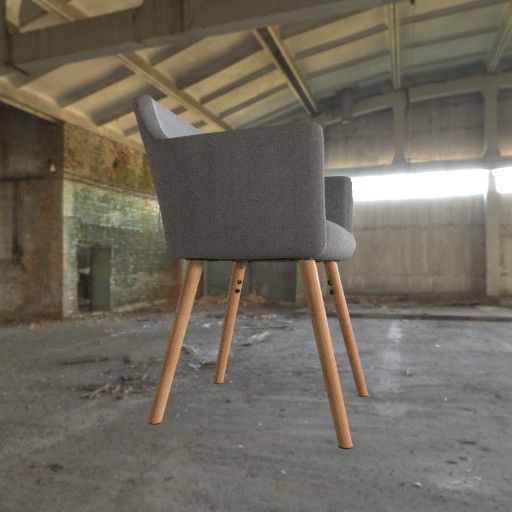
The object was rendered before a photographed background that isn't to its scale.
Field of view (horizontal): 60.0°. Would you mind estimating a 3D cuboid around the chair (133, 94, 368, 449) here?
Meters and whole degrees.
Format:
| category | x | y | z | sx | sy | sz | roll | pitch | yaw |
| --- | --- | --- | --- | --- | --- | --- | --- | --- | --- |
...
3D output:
| category | x | y | z | sx | sy | sz | roll | pitch | yaw |
| --- | --- | --- | --- | --- | --- | --- | --- | --- | --- |
| chair | 0.000 | 0.000 | 1.162 | 0.540 | 0.780 | 0.570 | 0 | -2 | 18 |
